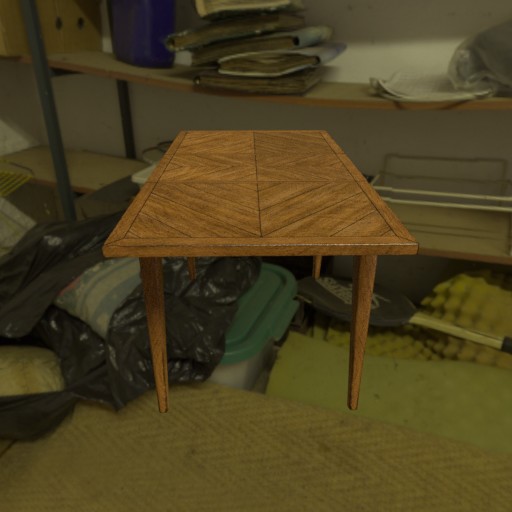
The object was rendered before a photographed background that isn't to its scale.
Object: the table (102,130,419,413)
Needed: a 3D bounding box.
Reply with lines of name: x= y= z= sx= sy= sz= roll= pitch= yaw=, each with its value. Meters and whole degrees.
table: x=0.000 y=0.000 z=1.851 sx=0.757 sy=0.760 sz=1.400 roll=0 pitch=27 yaw=-1
